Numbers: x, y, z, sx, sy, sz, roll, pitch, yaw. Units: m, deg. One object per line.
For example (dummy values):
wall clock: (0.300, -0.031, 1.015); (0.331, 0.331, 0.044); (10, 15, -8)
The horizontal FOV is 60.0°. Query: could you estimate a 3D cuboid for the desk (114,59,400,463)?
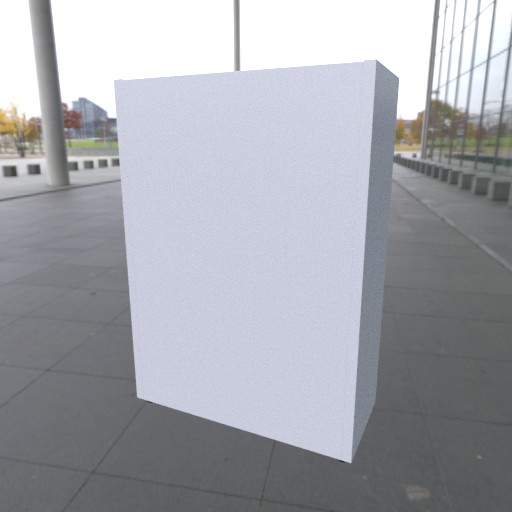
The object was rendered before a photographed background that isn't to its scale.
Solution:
desk: (0.000, 0.000, 1.592); (0.850, 1.190, 0.390); (7, 16, 25)
